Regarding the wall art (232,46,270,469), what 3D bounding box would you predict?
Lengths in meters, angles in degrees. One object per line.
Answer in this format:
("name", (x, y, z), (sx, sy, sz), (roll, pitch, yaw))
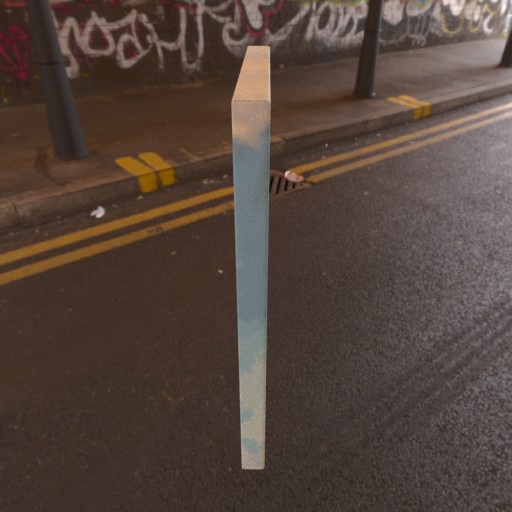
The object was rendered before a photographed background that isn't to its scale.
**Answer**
("wall art", (0.000, 0.000, 0.762), (0.038, 0.610, 0.401), (1, 32, 1))
